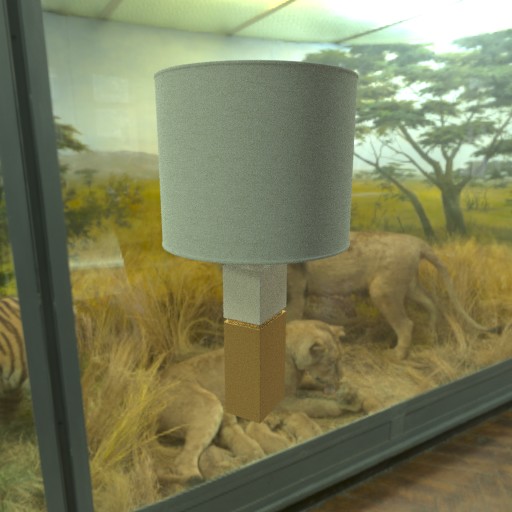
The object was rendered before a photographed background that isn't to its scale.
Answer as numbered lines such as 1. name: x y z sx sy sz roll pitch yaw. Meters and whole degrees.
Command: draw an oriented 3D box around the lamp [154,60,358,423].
1. lamp: 0.000 0.000 0.557 0.229 0.417 0.229 7 16 28
